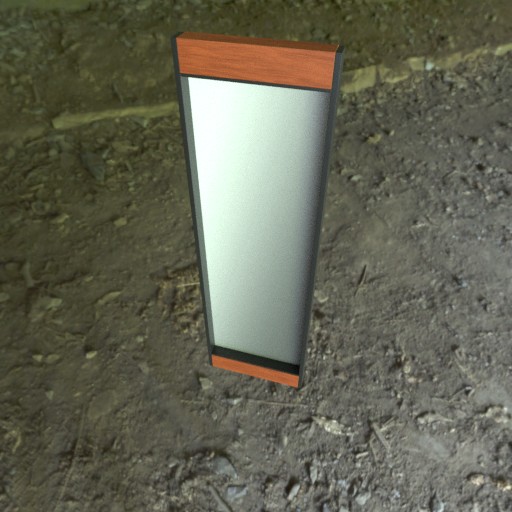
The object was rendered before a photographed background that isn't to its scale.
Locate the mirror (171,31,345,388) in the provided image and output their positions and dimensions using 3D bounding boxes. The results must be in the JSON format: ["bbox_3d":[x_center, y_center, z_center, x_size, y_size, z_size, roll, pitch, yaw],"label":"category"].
[{"bbox_3d":[0.000,0.000,1.238,0.343,1.123,0.047,11,43,12],"label":"mirror"}]
